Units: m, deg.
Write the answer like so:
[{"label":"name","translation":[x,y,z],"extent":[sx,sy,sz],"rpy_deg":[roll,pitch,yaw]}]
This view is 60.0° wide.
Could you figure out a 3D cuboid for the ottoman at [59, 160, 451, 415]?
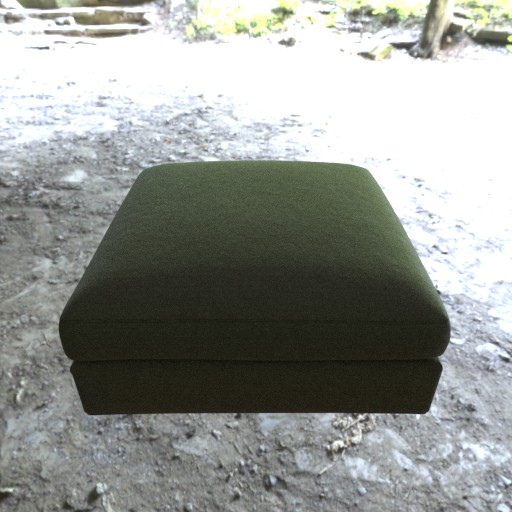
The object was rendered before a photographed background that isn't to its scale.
[{"label":"ottoman","translation":[0.000,0.000,1.605],"extent":[1.041,0.470,1.041],"rpy_deg":[0,33,0]}]
